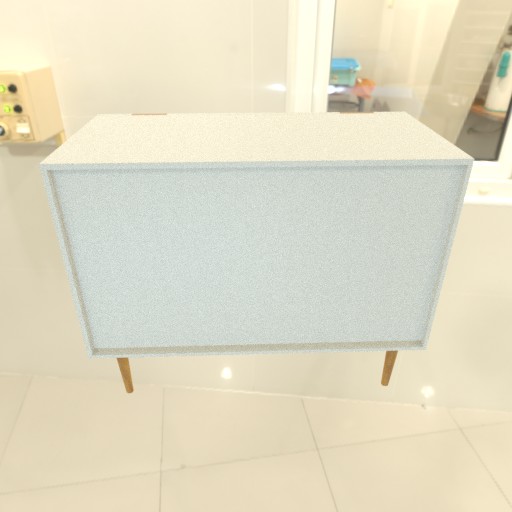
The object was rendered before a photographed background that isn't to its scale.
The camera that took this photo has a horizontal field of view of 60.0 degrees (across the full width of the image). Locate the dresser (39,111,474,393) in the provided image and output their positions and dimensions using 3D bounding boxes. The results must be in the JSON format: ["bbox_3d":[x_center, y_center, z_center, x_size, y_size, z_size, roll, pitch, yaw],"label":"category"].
[{"bbox_3d":[0.000,0.000,1.299,0.905,0.721,0.457,-1,30,-2],"label":"dresser"}]
